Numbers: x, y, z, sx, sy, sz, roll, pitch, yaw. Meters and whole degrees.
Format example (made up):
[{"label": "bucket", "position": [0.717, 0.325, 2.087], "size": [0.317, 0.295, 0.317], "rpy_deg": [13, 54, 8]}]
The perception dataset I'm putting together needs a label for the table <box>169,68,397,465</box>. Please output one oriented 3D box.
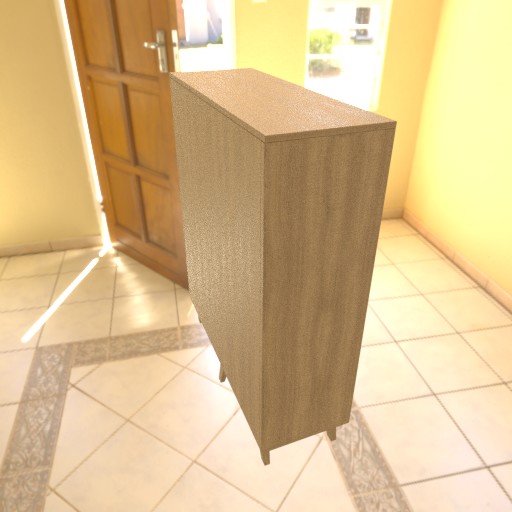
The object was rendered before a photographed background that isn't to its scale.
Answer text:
[{"label": "table", "position": [0.000, 0.000, 1.959], "size": [0.398, 1.388, 1.111], "rpy_deg": [-11, 32, -19]}]
